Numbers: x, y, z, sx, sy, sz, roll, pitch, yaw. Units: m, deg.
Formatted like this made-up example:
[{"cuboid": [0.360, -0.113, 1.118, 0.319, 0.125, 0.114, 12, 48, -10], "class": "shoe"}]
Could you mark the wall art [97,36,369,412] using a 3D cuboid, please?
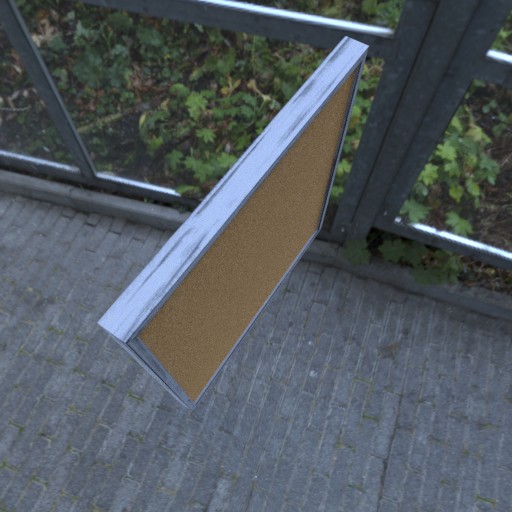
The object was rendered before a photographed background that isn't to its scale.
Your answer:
[{"cuboid": [0.000, 0.000, 0.751, 0.038, 0.506, 0.506, 31, 68, 14], "class": "wall art"}]
